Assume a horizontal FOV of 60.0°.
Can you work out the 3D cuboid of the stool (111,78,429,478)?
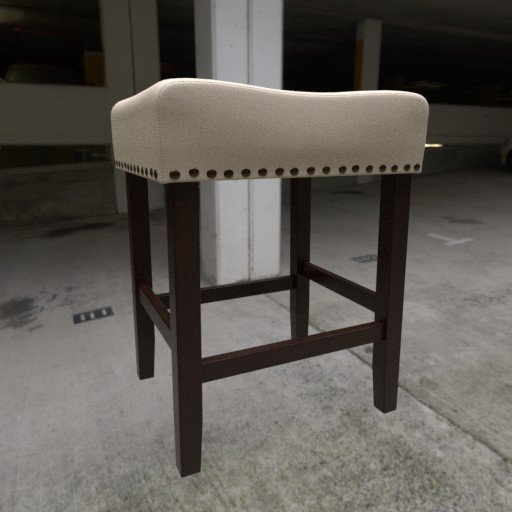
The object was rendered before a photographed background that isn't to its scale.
[{"bbox_3d":[0.000,0.000,0.891,0.471,0.609,0.401,-7,16,-25],"label":"stool"}]
